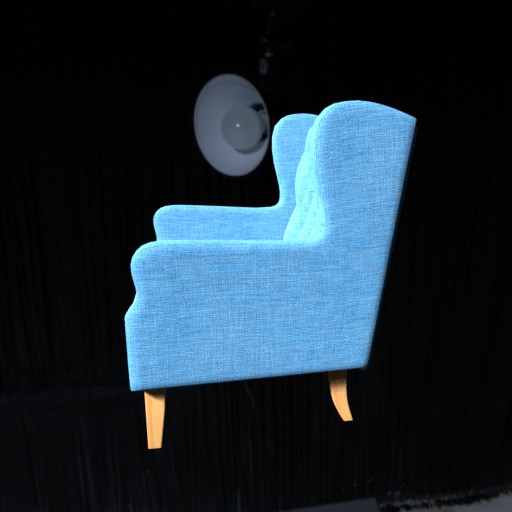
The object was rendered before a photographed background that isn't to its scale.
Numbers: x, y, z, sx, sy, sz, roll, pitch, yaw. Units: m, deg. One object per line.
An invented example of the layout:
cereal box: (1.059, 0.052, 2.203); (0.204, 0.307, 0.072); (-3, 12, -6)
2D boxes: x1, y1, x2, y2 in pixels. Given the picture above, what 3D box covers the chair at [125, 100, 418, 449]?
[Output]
chair: (0.000, 0.000, 1.500); (0.775, 0.952, 0.711); (-2, 15, -7)
